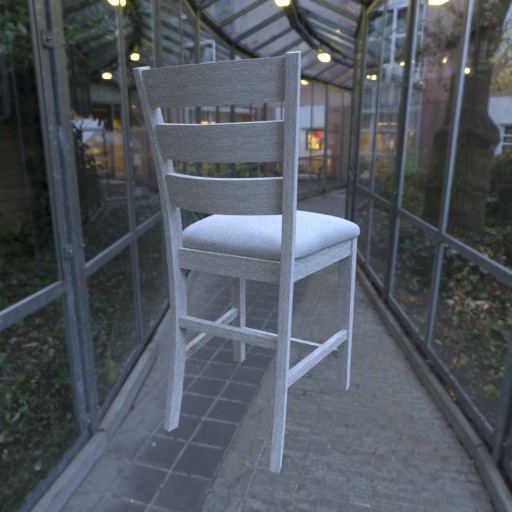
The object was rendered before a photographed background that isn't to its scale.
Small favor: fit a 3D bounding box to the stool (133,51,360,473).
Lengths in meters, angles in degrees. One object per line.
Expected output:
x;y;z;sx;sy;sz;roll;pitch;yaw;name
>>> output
0.000;0.000;1.334;0.484;1.032;0.569;8;16;28;stool
